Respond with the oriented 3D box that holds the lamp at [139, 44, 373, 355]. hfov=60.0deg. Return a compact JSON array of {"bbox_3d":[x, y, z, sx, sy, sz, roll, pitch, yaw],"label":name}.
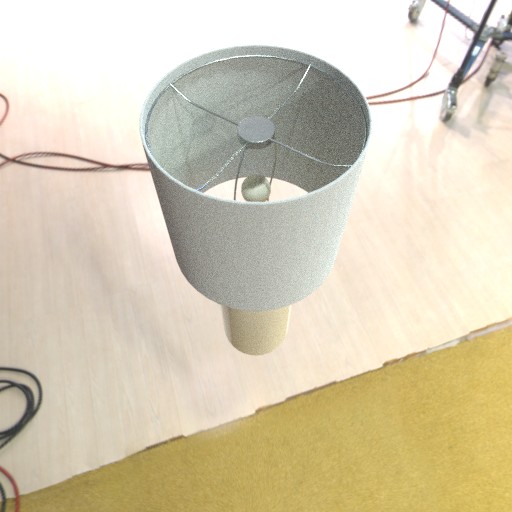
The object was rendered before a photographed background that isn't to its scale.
[{"bbox_3d":[0.000,0.000,0.614,0.212,0.493,0.212,29,62,17],"label":"lamp"}]
